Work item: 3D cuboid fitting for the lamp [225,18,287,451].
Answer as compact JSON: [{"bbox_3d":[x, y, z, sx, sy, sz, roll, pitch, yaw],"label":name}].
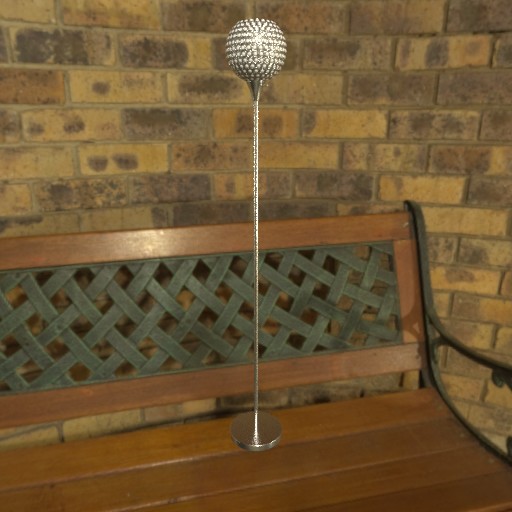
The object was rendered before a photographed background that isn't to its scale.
[{"bbox_3d":[0.000,0.000,1.901,0.254,1.805,0.254,0,17,0],"label":"lamp"}]
